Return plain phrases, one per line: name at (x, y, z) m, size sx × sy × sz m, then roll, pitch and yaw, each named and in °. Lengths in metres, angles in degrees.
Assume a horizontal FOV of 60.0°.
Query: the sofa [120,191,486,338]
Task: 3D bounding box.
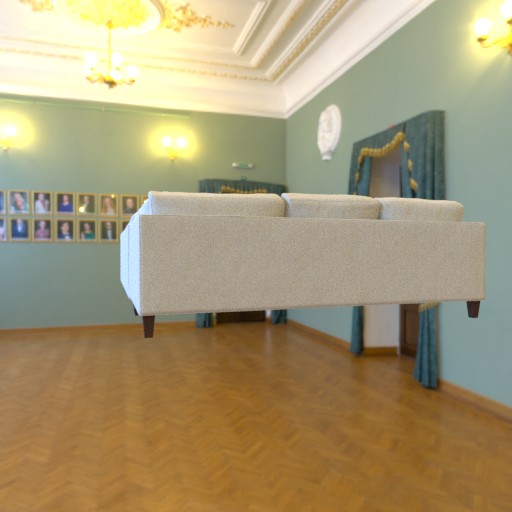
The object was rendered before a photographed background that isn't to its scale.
sofa at (0.000, 0.000, 4.286) m, size 2.432 × 0.863 × 3.182 m, roll 0°, pitch 1°, yaw -19°
